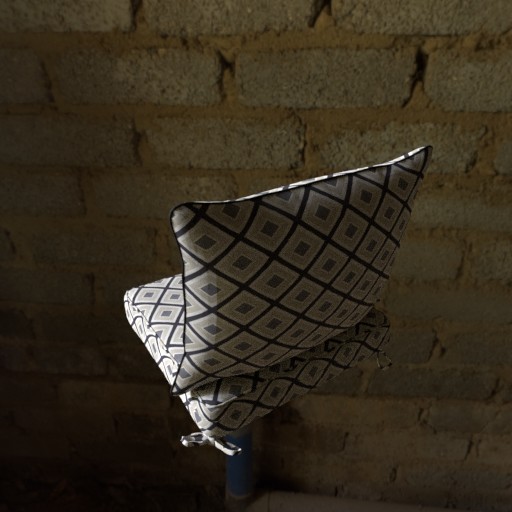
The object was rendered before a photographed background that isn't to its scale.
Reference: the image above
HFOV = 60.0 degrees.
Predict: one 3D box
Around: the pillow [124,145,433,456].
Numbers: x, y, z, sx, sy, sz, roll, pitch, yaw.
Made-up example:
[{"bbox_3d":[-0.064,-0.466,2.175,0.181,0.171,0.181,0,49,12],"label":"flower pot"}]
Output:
[{"bbox_3d":[0.000,0.000,1.379,0.798,0.722,0.733,-18,35,-29],"label":"pillow"}]
